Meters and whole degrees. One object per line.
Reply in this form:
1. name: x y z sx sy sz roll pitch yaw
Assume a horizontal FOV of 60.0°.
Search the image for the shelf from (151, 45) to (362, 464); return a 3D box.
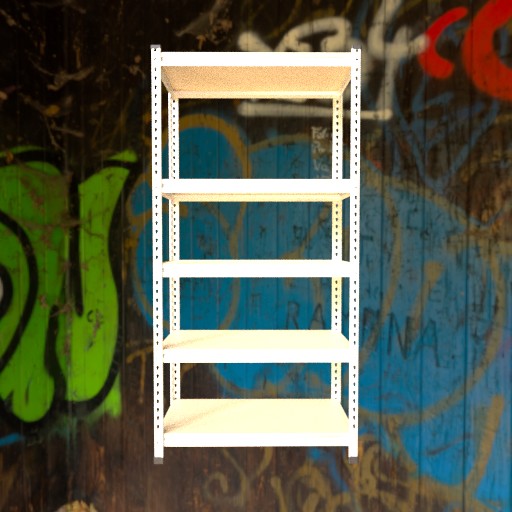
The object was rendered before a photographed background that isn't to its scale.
1. shelf: 0.000 0.000 2.163 0.914 1.829 0.457 0 2 0
